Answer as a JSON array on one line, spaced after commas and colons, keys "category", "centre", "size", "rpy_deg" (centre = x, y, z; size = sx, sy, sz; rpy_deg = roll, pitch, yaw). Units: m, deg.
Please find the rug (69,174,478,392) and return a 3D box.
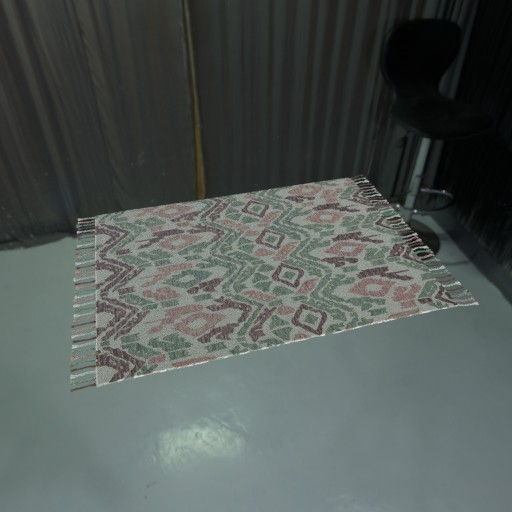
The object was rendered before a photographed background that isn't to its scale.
[{"category": "rug", "centre": [0.000, 0.000, 2.319], "size": [1.829, 0.010, 1.219], "rpy_deg": [-10, 42, -12]}]
